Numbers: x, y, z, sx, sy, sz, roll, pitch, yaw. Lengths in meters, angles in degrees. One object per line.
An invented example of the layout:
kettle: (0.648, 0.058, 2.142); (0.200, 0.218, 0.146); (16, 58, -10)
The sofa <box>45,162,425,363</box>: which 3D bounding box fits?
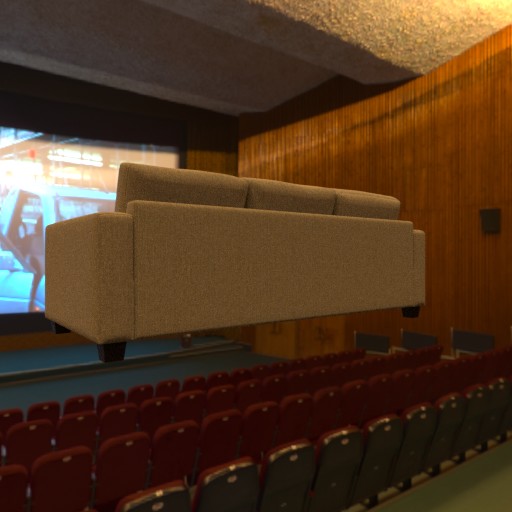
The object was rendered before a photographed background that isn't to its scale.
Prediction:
sofa: (0.000, 0.000, 2.601); (2.120, 0.800, 0.900); (0, 0, -37)
